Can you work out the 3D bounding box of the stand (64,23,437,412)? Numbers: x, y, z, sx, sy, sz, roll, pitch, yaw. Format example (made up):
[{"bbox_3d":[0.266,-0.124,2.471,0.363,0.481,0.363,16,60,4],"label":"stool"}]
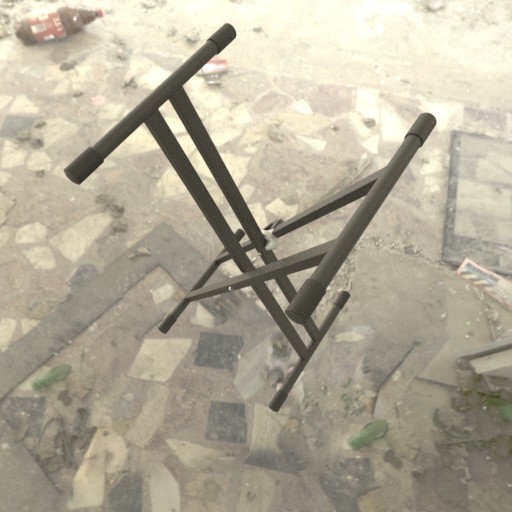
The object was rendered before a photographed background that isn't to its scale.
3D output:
[{"bbox_3d":[0.000,0.000,1.199,0.503,0.900,0.495,31,67,15],"label":"stand"}]
